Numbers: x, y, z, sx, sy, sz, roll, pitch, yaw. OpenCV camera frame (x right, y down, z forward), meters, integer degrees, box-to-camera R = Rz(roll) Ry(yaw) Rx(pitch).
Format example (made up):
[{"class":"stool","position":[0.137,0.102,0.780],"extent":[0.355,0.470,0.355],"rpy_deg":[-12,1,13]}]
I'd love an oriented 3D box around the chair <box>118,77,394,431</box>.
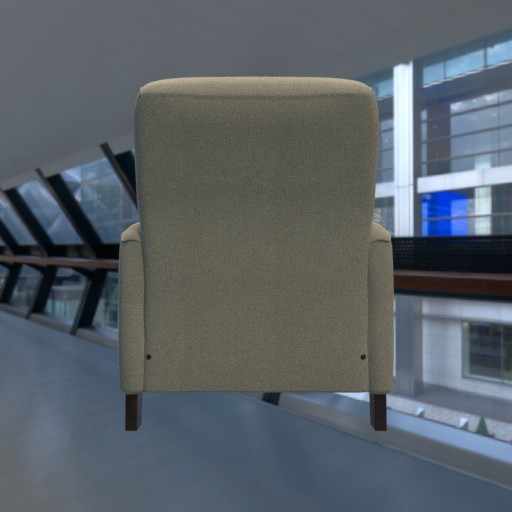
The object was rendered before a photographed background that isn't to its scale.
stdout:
[{"class":"chair","position":[0.000,0.000,1.606],"extent":[0.850,1.006,0.853],"rpy_deg":[0,-1,0]}]
